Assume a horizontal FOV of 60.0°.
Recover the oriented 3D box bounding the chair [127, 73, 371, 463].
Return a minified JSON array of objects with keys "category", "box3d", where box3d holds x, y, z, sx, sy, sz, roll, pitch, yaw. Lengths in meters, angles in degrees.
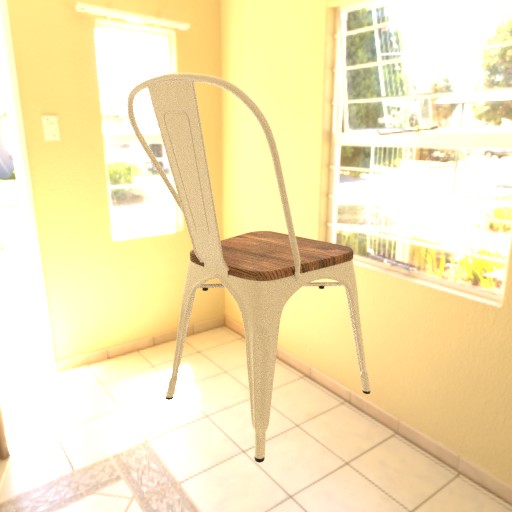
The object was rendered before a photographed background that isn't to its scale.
[{"category":"chair","box3d":[0.000,0.000,1.169,0.452,0.851,0.521,14,21,42]}]
